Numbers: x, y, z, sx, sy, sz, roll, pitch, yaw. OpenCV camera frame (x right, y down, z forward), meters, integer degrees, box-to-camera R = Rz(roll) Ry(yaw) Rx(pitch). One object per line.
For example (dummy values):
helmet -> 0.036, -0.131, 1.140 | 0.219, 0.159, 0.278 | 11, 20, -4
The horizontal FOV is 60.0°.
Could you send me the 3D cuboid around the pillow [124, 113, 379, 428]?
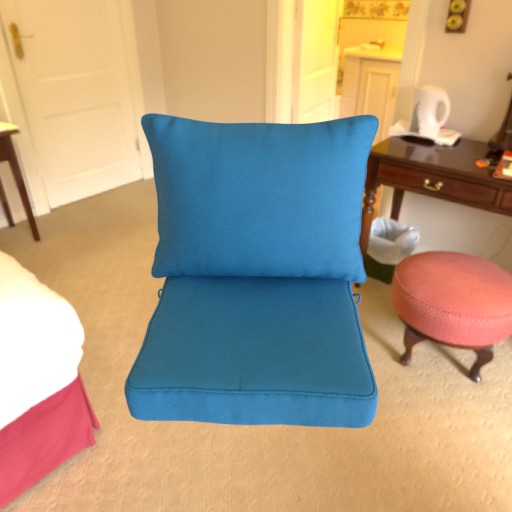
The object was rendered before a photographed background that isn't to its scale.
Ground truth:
pillow -> 0.000, 0.000, 1.360 | 0.798, 0.725, 0.733 | 1, 31, 2
